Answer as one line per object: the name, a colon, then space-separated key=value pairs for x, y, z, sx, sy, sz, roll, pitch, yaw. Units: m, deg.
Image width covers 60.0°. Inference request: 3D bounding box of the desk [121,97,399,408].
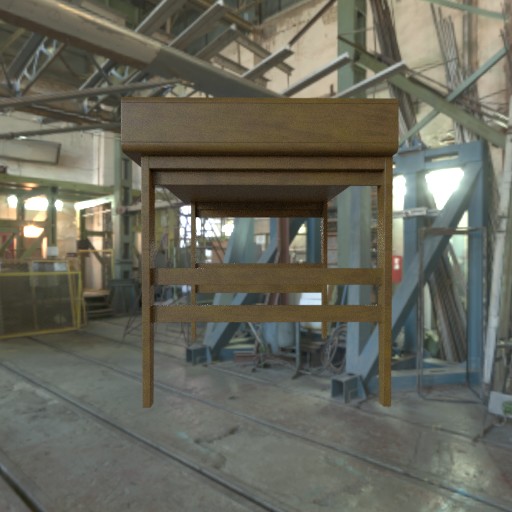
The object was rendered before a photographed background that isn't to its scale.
desk: x=0.000 y=0.000 z=1.578 sx=0.660 sy=0.754 sz=1.066 roll=0 pitch=0 yaw=-1
